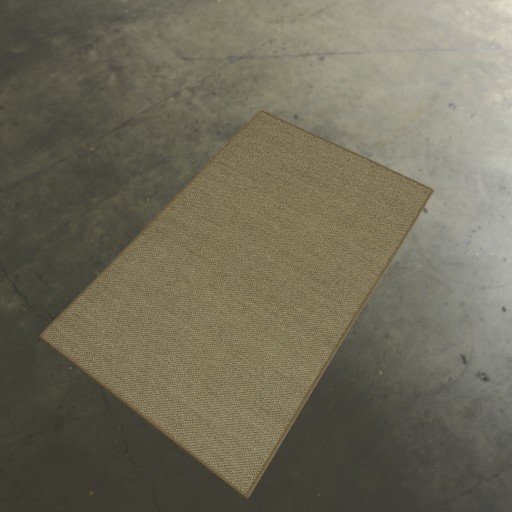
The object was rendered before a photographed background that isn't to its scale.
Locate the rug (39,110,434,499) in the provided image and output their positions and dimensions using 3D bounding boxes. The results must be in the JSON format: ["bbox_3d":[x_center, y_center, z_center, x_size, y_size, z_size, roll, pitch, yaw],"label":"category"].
[{"bbox_3d":[0.000,0.000,2.045,1.062,0.013,1.667,30,64,17],"label":"rug"}]
